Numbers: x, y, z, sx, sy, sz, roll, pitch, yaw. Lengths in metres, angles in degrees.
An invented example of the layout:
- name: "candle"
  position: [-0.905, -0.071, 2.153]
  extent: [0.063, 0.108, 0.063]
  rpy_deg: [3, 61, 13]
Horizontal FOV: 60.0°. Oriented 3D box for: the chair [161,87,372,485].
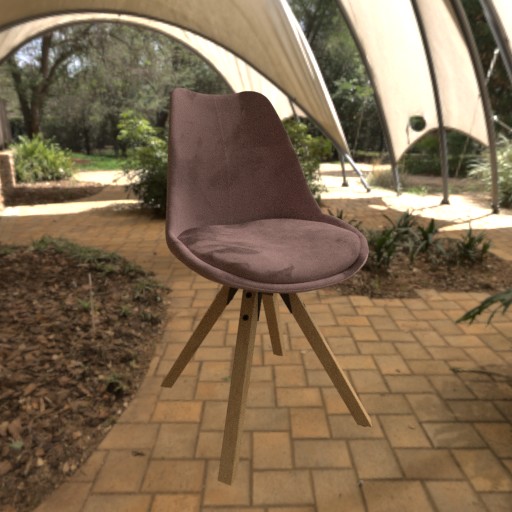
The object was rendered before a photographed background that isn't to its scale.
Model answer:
- name: "chair"
  position: [0.000, 0.000, 1.157]
  extent: [0.485, 0.850, 0.550]
  rpy_deg: [-9, 19, -28]
